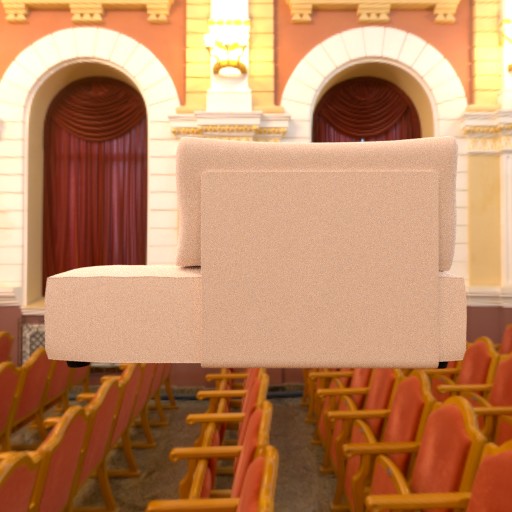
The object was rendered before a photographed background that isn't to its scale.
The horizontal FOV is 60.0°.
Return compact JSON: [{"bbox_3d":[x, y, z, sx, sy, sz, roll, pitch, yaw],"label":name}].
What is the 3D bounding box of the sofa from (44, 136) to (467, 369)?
[{"bbox_3d":[0.000,0.000,2.005,1.450,0.820,1.000,0,-1,1],"label":"sofa"}]
